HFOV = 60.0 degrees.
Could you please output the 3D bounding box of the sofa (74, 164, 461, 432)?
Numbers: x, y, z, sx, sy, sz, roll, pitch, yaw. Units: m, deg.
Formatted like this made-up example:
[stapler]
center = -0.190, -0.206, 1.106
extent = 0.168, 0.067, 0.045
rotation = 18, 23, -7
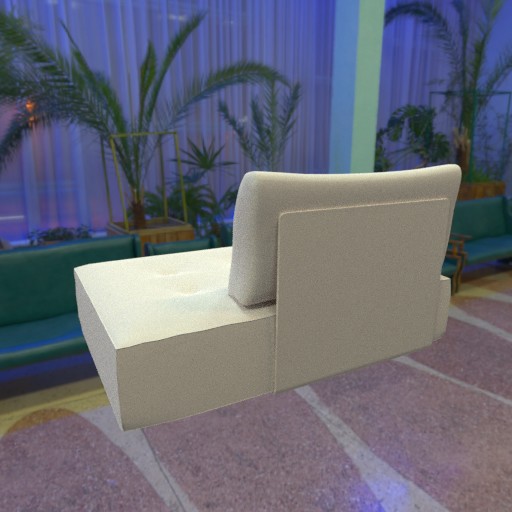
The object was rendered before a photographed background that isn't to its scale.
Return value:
[sofa]
center = 0.000, 0.000, 2.003
extent = 1.450, 0.820, 1.000
rotation = -8, 16, -27
